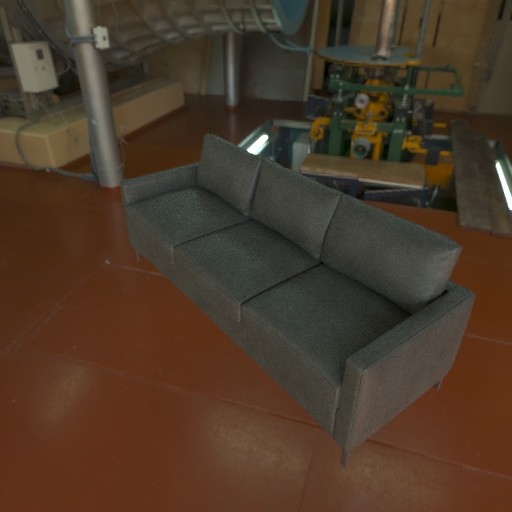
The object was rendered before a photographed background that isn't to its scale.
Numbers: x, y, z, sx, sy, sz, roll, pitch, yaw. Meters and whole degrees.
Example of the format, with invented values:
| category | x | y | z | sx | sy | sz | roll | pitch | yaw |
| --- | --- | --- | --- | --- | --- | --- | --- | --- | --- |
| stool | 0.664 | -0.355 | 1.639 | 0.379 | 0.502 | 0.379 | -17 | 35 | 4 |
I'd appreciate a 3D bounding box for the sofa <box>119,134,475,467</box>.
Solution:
| category | x | y | z | sx | sy | sz | roll | pitch | yaw |
| --- | --- | --- | --- | --- | --- | --- | --- | --- | --- |
| sofa | 0.000 | 0.000 | 2.376 | 0.748 | 0.805 | 2.029 | -22 | 39 | -31 |
